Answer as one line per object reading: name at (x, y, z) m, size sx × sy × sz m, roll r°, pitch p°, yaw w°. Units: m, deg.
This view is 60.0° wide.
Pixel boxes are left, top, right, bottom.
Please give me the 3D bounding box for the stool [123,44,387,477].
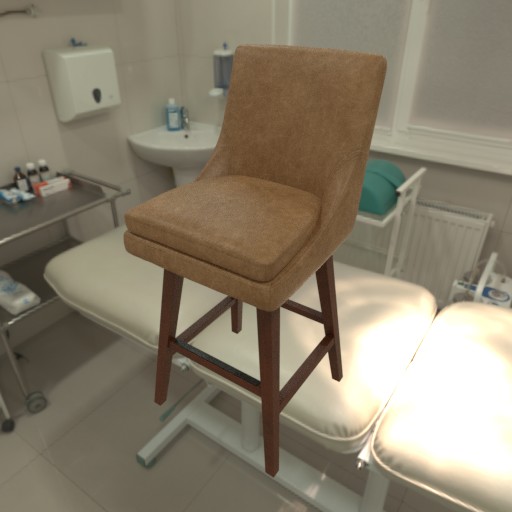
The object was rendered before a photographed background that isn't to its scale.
stool at (0.000, 0.000, 1.312) m, size 0.487 × 1.079 × 0.572 m, roll 20°, pitch 36°, yaw 29°
